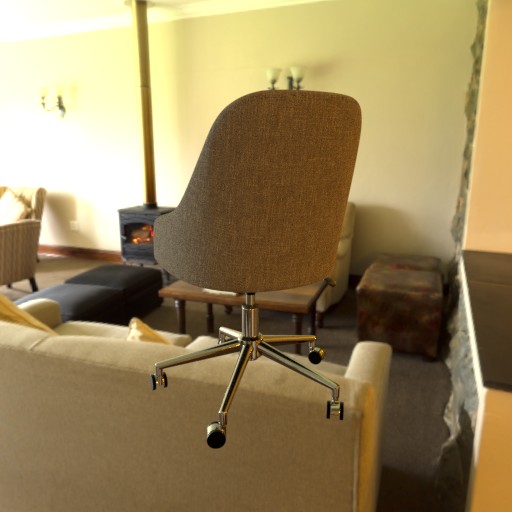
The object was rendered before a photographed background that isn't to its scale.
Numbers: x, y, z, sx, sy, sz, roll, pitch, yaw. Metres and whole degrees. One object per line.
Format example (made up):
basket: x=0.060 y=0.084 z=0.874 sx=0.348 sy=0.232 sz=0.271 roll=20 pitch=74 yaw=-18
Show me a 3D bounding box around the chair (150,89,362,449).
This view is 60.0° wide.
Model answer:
chair: x=0.000 y=0.000 z=1.461 sx=0.671 sy=0.950 sz=0.712 roll=-7 pitch=15 yaw=-26
